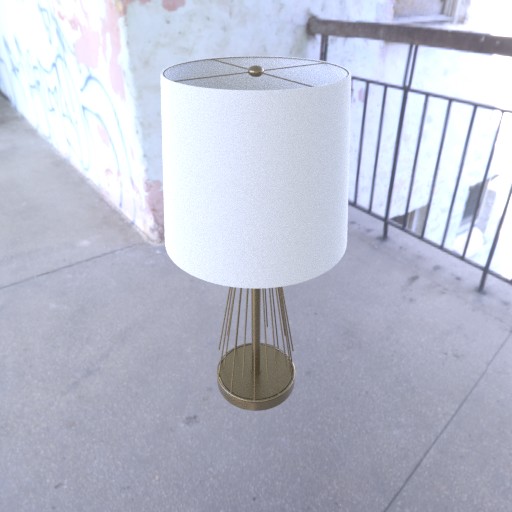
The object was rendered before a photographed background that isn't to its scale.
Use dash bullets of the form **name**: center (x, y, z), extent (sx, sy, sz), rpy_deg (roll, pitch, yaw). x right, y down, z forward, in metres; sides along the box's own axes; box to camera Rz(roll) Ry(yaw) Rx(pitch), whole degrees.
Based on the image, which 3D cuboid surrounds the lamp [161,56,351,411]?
- **lamp**: center (0.000, 0.000, 0.773), extent (0.303, 0.618, 0.303), rpy_deg (0, 32, 0)
